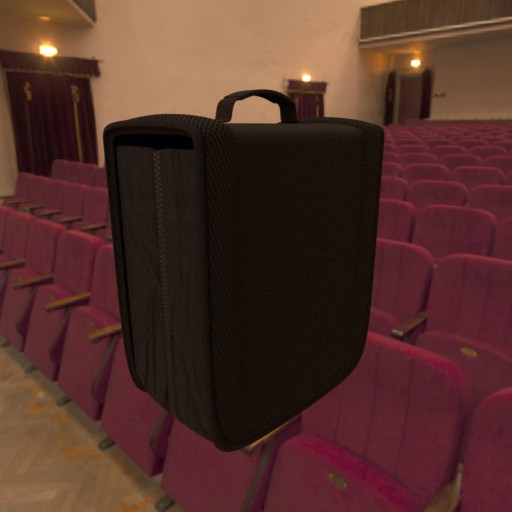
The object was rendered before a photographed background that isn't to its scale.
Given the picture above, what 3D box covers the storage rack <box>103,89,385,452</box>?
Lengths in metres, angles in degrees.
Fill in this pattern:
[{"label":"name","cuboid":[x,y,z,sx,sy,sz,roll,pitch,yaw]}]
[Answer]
[{"label":"storage rack","cuboid":[0.000,0.000,0.551,0.168,0.387,0.297,16,23,43]}]
